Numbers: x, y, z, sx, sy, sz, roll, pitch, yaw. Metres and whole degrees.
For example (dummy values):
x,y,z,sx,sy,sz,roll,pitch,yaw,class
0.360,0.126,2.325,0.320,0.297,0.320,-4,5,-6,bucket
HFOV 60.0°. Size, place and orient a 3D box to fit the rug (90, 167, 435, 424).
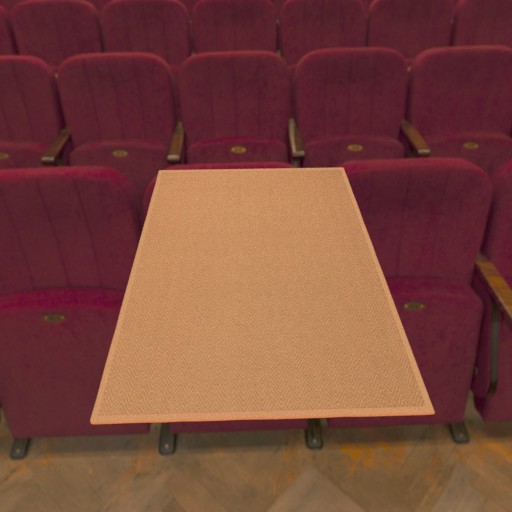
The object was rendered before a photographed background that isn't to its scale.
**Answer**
x,y,z,sx,sy,sz,roll,pitch,yaw,class
0.000,0.000,2.816,1.532,0.017,2.244,-1,40,-1,rug
